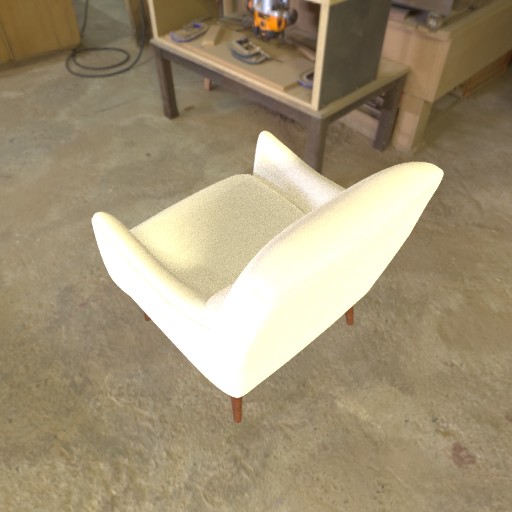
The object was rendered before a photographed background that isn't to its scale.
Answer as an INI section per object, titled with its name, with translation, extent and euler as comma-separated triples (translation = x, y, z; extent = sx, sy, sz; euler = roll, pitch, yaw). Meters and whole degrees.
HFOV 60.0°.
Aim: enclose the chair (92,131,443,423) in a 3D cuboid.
[chair]
translation = 0.000, 0.000, 1.456
extent = 0.762, 0.838, 0.787
euler = -33, 55, -27
